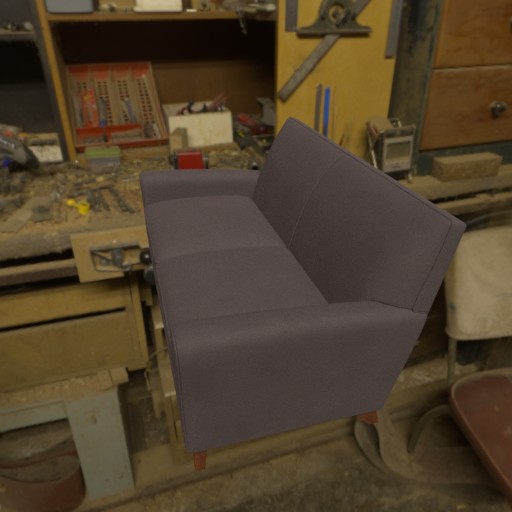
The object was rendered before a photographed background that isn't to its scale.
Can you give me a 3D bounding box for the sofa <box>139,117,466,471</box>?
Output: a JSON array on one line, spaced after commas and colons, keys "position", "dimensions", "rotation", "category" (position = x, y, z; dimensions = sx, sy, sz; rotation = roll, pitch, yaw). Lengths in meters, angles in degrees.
[{"position": [0.000, 0.000, 1.926], "dimensions": [0.871, 0.846, 1.420], "rotation": [-8, 31, -14], "category": "sofa"}]
